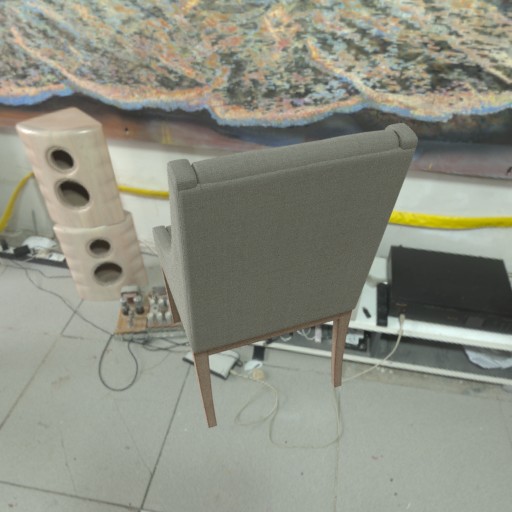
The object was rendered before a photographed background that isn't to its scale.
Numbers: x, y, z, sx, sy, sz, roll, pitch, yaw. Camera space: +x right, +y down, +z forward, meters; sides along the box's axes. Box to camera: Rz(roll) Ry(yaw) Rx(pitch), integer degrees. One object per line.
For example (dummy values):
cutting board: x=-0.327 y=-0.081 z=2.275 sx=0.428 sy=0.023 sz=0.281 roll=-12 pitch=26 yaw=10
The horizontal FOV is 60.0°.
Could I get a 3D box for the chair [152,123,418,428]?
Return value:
chair: x=0.000 y=0.000 z=1.409 sx=0.575 sy=1.021 sz=0.611 roll=-13 pitch=42 yaw=-14
